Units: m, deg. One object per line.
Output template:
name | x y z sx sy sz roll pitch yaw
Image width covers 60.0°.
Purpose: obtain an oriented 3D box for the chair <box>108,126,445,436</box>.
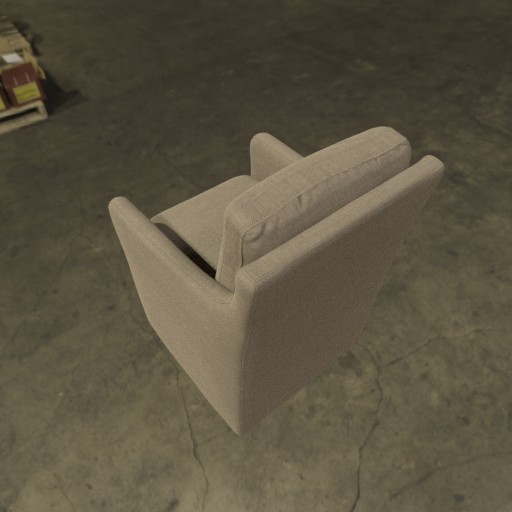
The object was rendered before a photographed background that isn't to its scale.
chair | 0.000 0.000 1.368 0.626 0.914 0.694 -31 54 -26
